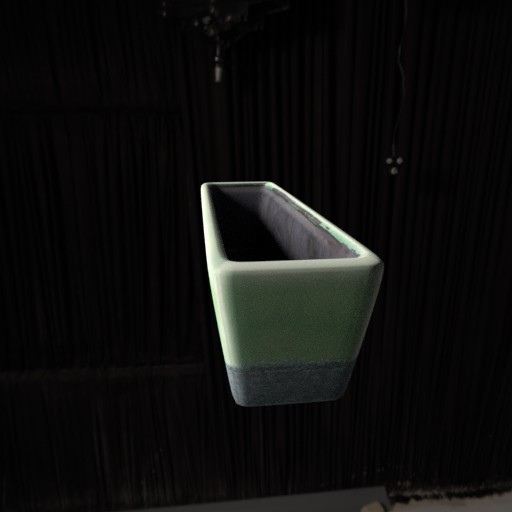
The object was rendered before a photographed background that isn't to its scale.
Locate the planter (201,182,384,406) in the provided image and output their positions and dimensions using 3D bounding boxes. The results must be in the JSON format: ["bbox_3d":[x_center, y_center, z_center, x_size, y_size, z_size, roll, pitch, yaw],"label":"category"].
[{"bbox_3d":[0.000,0.000,0.310,0.072,0.072,0.275,-2,16,-7],"label":"planter"}]
